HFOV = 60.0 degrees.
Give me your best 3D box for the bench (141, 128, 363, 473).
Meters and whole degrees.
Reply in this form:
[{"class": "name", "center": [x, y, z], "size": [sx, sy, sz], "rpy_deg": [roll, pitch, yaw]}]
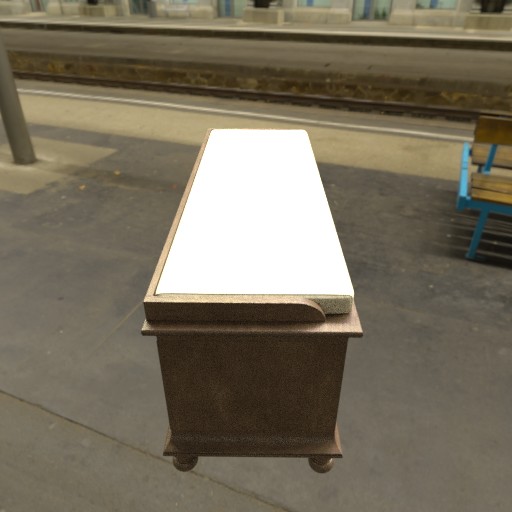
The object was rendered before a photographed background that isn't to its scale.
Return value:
[{"class": "bench", "center": [0.000, 0.000, 1.408], "size": [0.402, 0.501, 1.185], "rpy_deg": [0, 32, 1]}]
